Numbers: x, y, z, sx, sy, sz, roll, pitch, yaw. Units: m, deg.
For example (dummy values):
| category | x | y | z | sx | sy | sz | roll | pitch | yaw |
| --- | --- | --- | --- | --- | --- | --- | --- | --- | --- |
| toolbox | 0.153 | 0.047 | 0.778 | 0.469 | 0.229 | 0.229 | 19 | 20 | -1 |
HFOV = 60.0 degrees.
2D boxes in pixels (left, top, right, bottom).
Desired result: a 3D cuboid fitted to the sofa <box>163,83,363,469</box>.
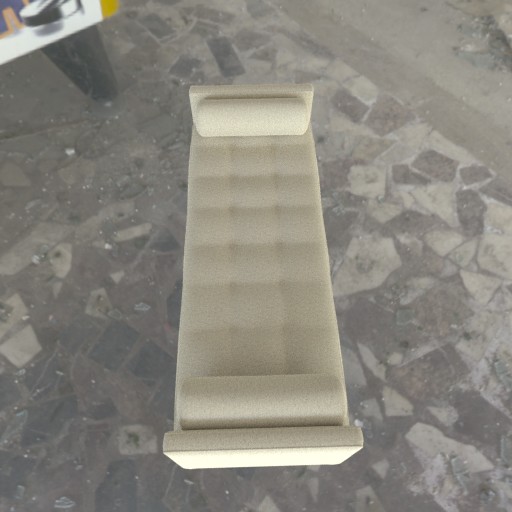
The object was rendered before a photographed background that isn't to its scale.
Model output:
| category | x | y | z | sx | sy | sz | roll | pitch | yaw |
| --- | --- | --- | --- | --- | --- | --- | --- | --- | --- |
| sofa | 0.000 | 0.000 | 2.334 | 0.746 | 0.641 | 1.985 | -1 | 59 | -1 |
